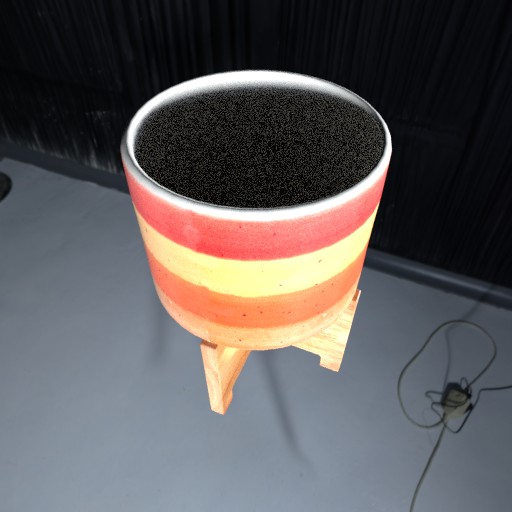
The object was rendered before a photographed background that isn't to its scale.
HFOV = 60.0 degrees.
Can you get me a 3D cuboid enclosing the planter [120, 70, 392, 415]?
[{"bbox_3d":[0.000,0.000,0.412,0.199,0.268,0.199,0,47,0],"label":"planter"}]
